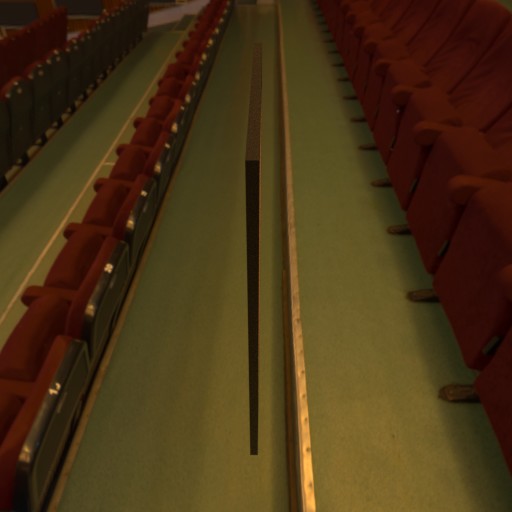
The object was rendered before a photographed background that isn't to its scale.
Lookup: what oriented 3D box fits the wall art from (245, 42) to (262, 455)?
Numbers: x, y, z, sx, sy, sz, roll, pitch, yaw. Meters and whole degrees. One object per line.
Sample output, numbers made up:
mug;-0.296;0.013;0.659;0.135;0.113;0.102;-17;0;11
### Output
wall art;0.000;0.000;0.703;0.013;0.534;0.381;1;40;1
